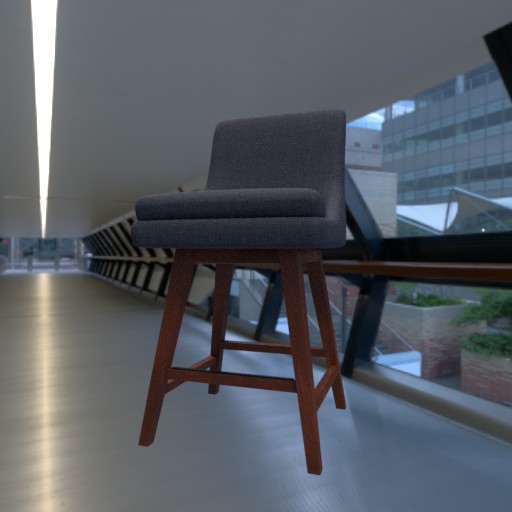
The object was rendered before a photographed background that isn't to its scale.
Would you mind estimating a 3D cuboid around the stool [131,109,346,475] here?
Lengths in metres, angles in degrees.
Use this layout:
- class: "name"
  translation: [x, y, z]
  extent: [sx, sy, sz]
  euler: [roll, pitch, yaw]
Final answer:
- class: "stool"
  translation: [0.000, 0.000, 1.205]
  extent: [0.467, 0.895, 0.524]
  euler: [0, 1, 19]
